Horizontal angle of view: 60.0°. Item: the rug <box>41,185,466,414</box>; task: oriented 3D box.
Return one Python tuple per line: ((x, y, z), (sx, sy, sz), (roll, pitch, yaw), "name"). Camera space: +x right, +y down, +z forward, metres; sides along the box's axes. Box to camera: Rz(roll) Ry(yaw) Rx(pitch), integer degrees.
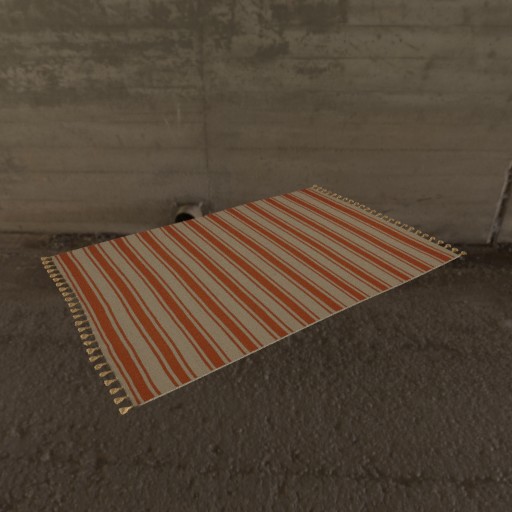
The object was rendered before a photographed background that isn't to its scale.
((0.000, 0.000, 2.983), (2.433, 0.022, 1.556), (-19, 35, -29), "rug")
